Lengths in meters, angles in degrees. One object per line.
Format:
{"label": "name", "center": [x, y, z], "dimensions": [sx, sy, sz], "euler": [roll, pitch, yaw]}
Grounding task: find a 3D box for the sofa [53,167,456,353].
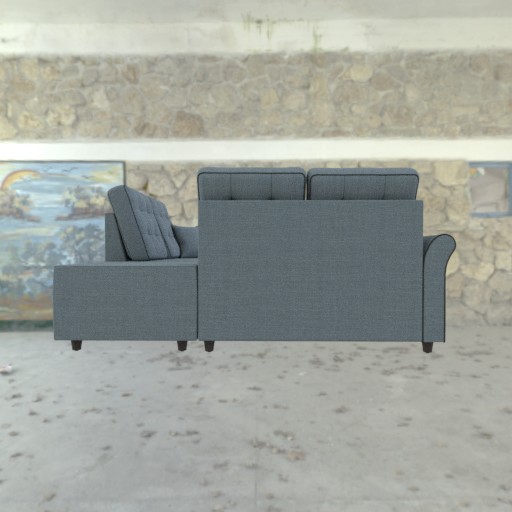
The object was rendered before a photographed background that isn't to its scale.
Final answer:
{"label": "sofa", "center": [0.000, 0.000, 3.297], "dimensions": [2.068, 0.988, 2.070], "euler": [0, 1, 1]}
